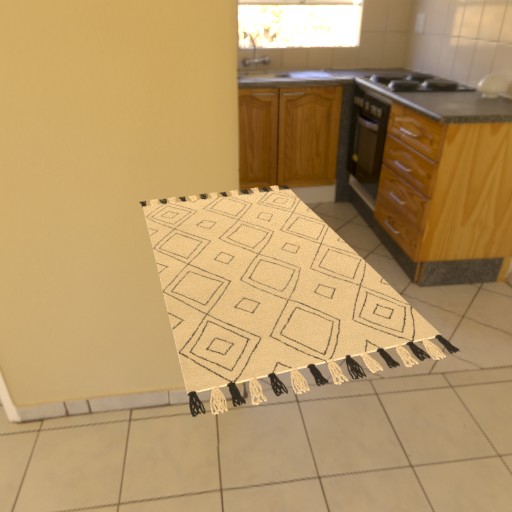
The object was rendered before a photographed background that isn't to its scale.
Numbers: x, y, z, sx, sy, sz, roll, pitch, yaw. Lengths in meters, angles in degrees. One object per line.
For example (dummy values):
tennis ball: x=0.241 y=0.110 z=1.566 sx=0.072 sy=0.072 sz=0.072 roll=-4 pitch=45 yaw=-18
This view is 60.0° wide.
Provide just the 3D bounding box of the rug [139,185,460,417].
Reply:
rug: x=0.000 y=0.000 z=3.380 sx=1.524 sy=0.021 sz=2.755 roll=-9 pitch=31 yaw=-15
